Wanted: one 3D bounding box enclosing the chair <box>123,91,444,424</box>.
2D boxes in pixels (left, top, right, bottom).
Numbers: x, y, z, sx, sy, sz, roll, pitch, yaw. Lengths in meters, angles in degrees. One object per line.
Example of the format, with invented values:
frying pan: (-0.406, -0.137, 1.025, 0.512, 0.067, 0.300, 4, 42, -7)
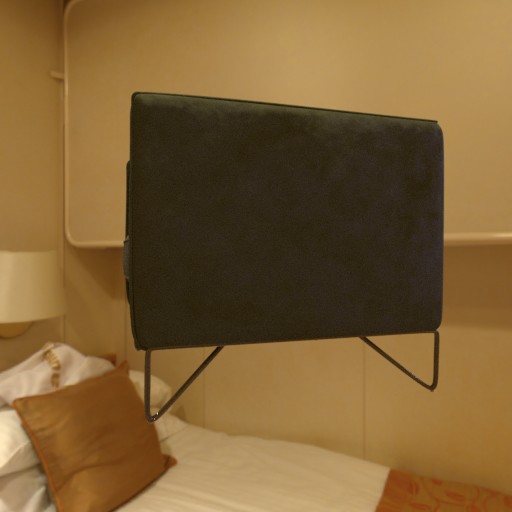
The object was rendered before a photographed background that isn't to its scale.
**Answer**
chair: (0.000, 0.000, 1.554, 0.894, 0.790, 0.880, 0, 0, -17)
